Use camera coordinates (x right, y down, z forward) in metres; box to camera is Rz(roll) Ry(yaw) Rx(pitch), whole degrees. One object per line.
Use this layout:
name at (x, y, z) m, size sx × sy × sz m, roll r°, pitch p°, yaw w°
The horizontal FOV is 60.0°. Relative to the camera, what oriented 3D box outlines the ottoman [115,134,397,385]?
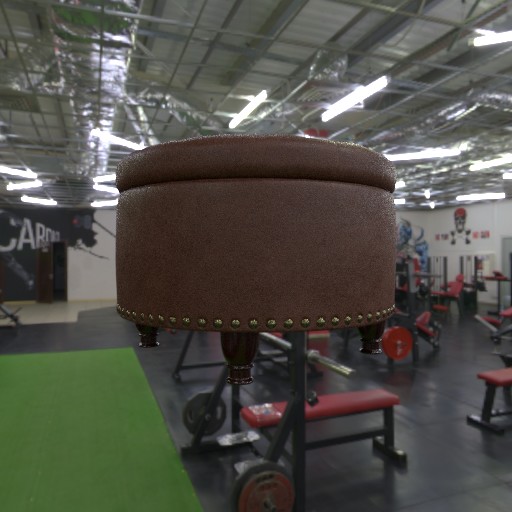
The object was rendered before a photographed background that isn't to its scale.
ottoman at (0.000, 0.000, 1.054) m, size 0.637 × 0.442 × 0.637 m, roll 0°, pitch 1°, yaw 0°
